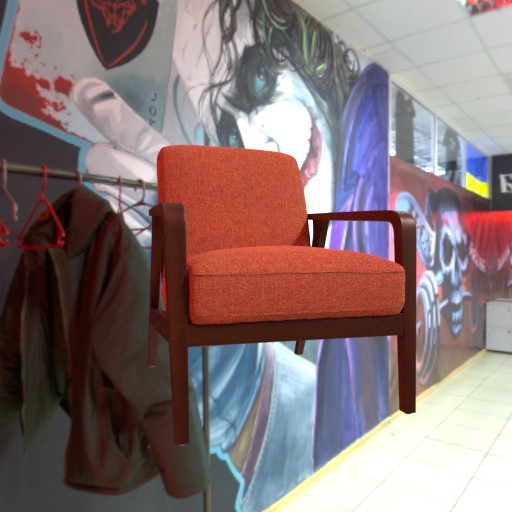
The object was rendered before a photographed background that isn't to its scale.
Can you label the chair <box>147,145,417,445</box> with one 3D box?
[{"bbox_3d":[0.000,0.000,1.531,0.719,0.890,0.860,0,0,-18],"label":"chair"}]
